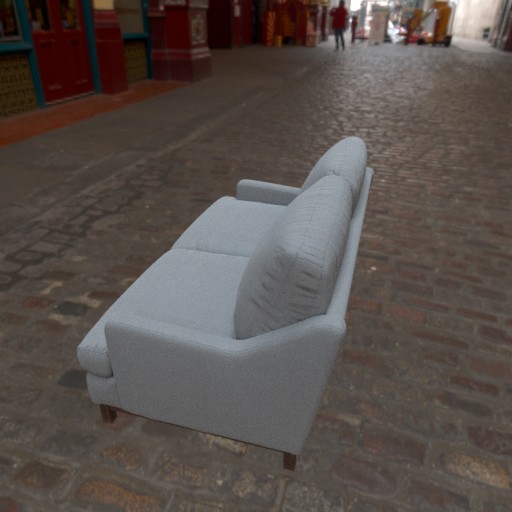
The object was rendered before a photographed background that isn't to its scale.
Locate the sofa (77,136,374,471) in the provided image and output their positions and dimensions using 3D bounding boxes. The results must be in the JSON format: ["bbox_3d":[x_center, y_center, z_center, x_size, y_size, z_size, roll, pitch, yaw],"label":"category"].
[{"bbox_3d":[0.000,0.000,2.162,0.987,0.921,1.589,8,30,14],"label":"sofa"}]
